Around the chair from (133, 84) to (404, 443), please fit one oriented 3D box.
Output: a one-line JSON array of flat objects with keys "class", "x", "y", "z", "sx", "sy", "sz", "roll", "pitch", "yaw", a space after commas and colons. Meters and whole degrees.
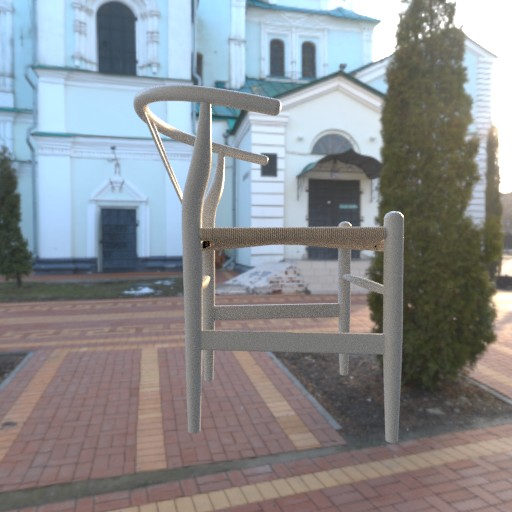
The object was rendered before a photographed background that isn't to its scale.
[{"class": "chair", "x": 0.000, "y": 0.000, "z": 1.101, "sx": 0.579, "sy": 0.730, "sz": 0.569, "roll": 0, "pitch": 2, "yaw": -1}]
